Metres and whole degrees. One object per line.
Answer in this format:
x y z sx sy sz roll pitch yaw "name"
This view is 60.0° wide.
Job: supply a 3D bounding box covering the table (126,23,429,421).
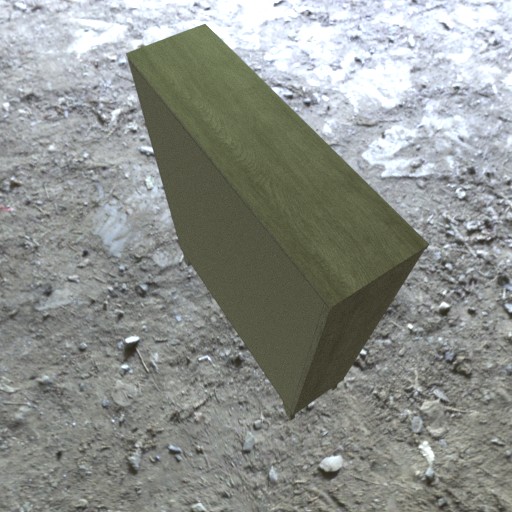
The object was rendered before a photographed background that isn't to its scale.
0.000 0.000 1.541 0.256 1.135 0.902 -30 64 -16 "table"
